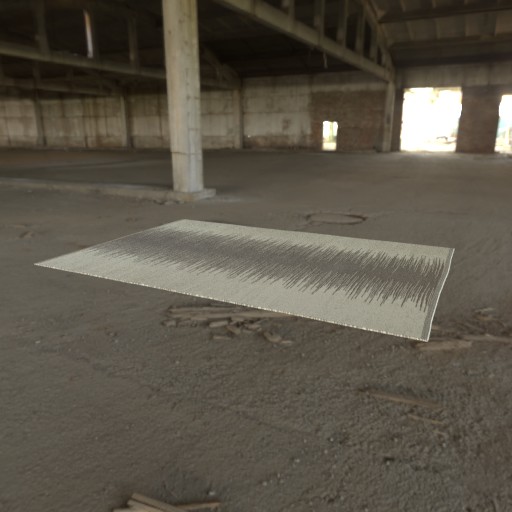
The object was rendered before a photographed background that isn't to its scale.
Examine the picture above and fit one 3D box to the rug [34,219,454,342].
[{"bbox_3d":[0.000,0.000,2.288,1.815,0.007,1.226,8,18,26],"label":"rug"}]
